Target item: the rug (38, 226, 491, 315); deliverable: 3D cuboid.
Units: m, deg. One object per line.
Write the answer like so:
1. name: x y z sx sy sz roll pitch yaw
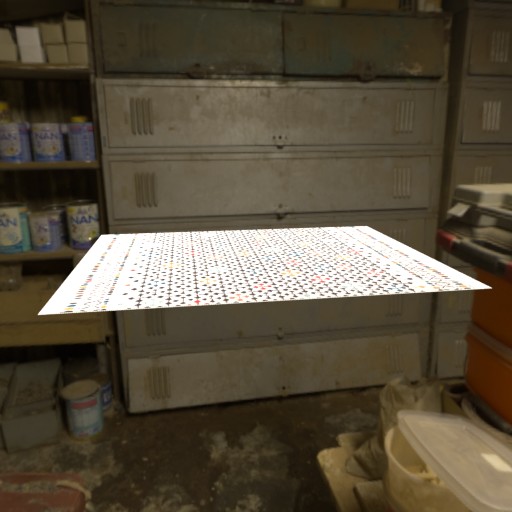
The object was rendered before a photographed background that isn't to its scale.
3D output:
1. rug: 0.000 0.000 4.189 3.196 0.007 2.354 -2 15 -9
